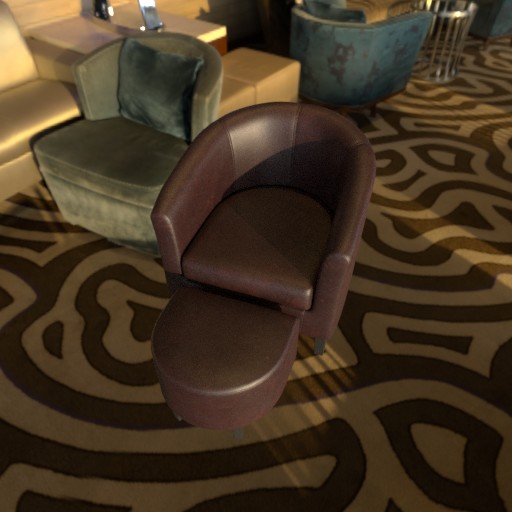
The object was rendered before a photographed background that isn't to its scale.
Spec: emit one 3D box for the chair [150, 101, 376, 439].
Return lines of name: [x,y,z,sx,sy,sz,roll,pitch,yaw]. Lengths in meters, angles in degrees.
chair: [0.000,0.000,1.692,0.737,0.755,1.176,13,43,14]
